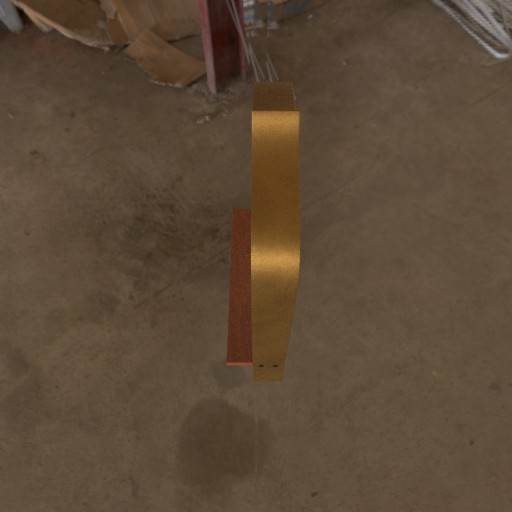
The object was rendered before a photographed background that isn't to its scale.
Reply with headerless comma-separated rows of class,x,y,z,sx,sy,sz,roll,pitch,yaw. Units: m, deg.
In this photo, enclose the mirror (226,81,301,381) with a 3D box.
mirror,0.000,0.000,0.743,0.096,0.613,0.323,0,59,0
